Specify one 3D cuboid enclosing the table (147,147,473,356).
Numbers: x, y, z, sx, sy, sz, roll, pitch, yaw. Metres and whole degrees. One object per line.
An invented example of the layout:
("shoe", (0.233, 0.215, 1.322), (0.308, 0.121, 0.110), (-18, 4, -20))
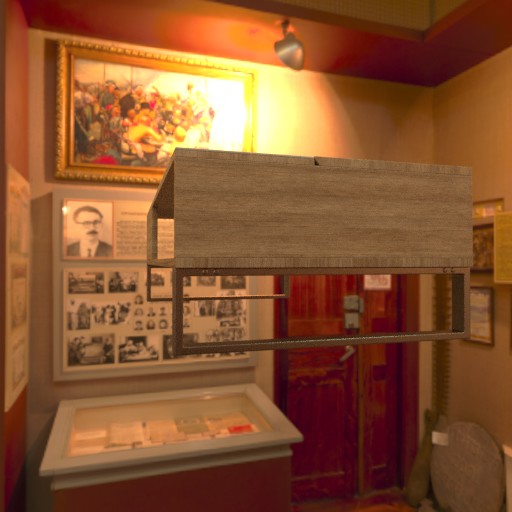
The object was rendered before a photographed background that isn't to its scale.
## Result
("table", (0.000, 0.000, 1.347), (0.600, 0.350, 1.100), (0, -1, -16))
